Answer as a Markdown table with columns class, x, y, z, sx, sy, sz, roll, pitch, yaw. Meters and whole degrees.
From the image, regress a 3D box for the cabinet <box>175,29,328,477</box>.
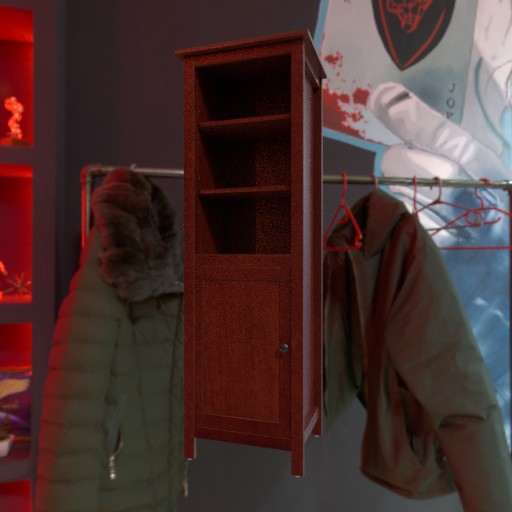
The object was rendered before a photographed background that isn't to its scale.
| class | x | y | z | sx | sy | sz | roll | pitch | yaw |
| --- | --- | --- | --- | --- | --- | --- | --- | --- | --- |
| cabinet | 0.000 | 0.000 | 1.750 | 0.500 | 1.518 | 0.401 | 0 | 0 | 18 |
